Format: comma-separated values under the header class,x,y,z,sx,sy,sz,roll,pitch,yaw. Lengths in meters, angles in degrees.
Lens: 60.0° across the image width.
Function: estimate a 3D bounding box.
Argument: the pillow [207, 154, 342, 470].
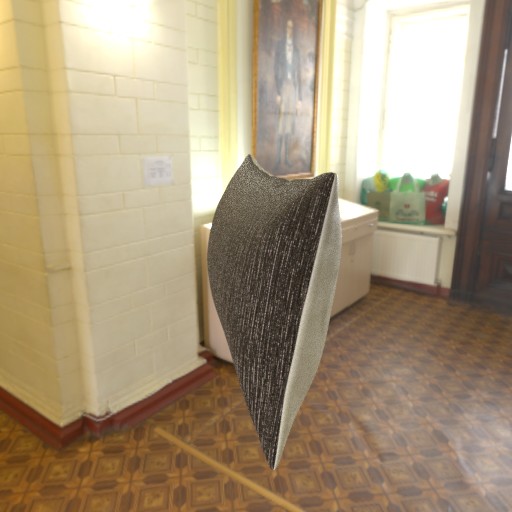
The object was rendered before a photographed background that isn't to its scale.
class,x,y,z,sx,sy,sz,roll,pitch,yaw
pillow,0.000,0.000,0.717,0.156,0.305,0.608,-2,15,-8
